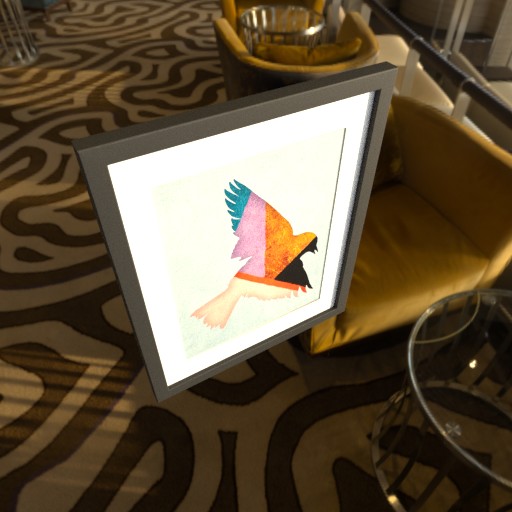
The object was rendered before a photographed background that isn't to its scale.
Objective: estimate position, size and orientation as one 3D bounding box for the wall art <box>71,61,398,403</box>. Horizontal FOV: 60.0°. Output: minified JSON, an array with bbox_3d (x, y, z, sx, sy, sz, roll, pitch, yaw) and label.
[{"bbox_3d":[0.000,0.000,0.757,0.457,0.558,0.028,-22,48,-21],"label":"wall art"}]
